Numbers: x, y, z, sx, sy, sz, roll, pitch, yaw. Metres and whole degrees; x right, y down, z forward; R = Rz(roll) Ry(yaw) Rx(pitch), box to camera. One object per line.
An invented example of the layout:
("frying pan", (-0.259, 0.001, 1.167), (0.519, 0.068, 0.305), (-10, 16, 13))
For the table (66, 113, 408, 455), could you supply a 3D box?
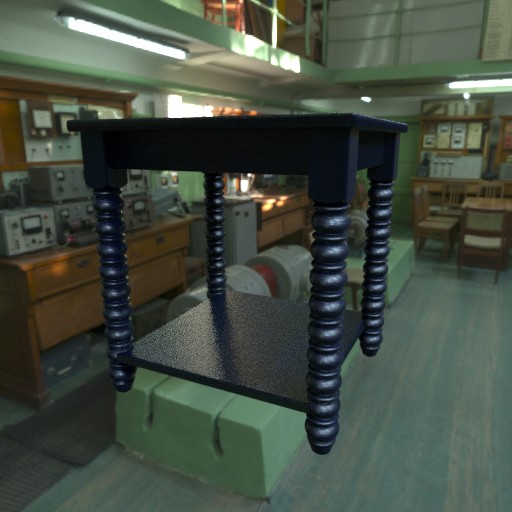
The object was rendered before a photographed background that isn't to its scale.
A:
("table", (0.000, 0.000, 0.980), (0.533, 0.567, 0.500), (7, 16, 25))
